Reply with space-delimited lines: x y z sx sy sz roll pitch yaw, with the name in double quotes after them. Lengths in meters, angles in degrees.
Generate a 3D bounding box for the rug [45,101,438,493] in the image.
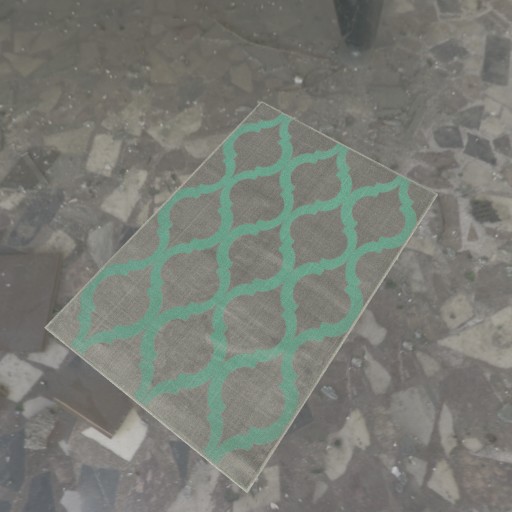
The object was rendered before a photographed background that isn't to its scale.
0.000 0.000 2.911 1.524 0.006 2.286 33 68 15 "rug"
